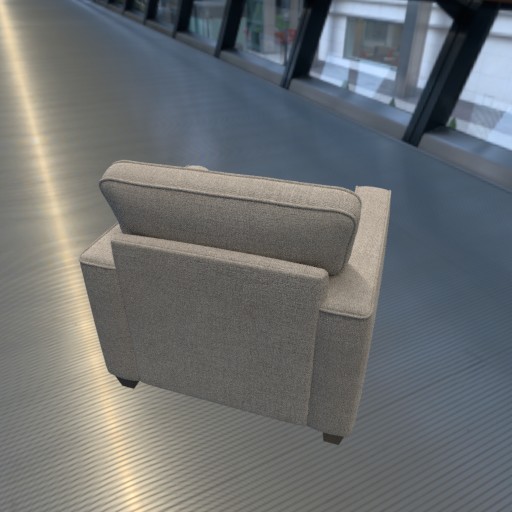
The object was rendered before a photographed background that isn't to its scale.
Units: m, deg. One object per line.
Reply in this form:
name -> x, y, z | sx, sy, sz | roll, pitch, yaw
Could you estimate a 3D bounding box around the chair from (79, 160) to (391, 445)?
chair -> 0.000, 0.000, 1.836 | 1.015, 0.965, 0.939 | 10, 34, 15
